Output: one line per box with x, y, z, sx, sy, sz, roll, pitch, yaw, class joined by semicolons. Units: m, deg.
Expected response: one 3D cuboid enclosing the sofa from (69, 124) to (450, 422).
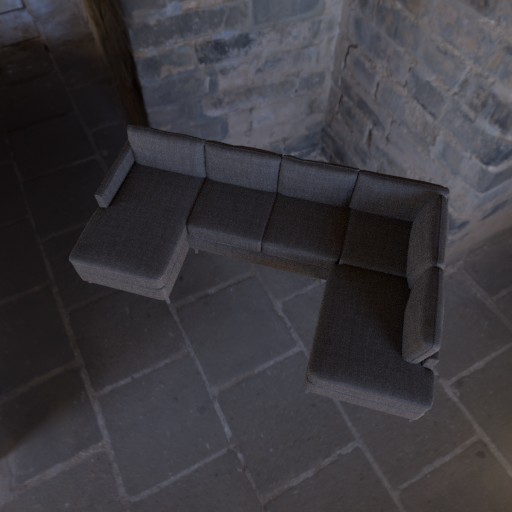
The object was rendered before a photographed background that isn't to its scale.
0.000;0.000;4.229;3.423;0.999;2.048;13;59;8;sofa
